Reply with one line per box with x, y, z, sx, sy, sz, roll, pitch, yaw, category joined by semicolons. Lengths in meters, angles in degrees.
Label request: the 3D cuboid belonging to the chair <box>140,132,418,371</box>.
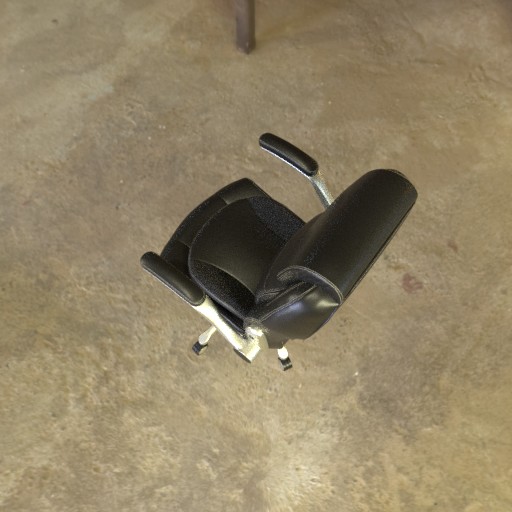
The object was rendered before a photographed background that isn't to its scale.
0.000;0.000;1.687;0.801;1.141;0.724;35;69;16;chair
